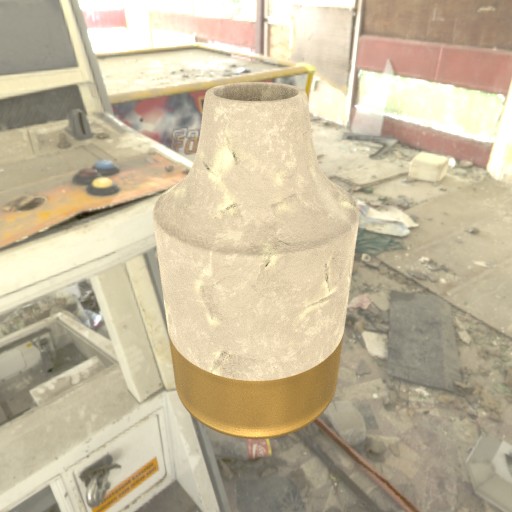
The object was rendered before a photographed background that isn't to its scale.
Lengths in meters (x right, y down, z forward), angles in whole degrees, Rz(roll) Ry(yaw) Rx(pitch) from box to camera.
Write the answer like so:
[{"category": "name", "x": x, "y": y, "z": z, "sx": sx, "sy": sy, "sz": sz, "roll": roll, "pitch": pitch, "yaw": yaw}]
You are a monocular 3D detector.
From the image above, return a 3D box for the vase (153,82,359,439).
[{"category": "vase", "x": 0.000, "y": 0.000, "z": 0.428, "sx": 0.184, "sy": 0.305, "sz": 0.184, "roll": 0, "pitch": 32, "yaw": 0}]
